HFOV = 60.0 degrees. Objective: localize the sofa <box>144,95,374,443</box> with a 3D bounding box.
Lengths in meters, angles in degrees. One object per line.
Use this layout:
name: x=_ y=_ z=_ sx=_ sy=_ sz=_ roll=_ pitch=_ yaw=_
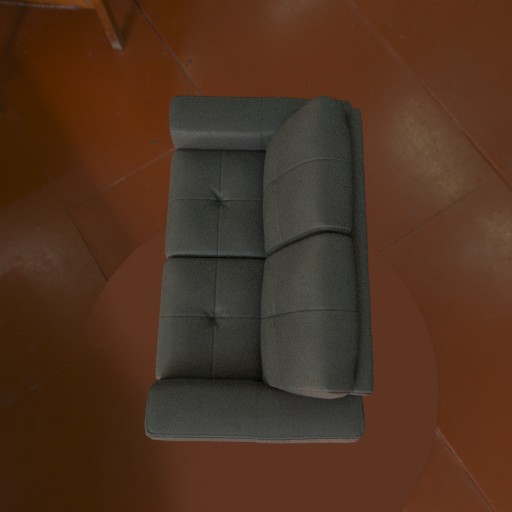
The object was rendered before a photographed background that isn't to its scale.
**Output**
sofa: x=0.000 y=0.000 z=2.309 sx=1.018 sy=0.907 sz=1.806 roll=1 pitch=75 yaw=0
